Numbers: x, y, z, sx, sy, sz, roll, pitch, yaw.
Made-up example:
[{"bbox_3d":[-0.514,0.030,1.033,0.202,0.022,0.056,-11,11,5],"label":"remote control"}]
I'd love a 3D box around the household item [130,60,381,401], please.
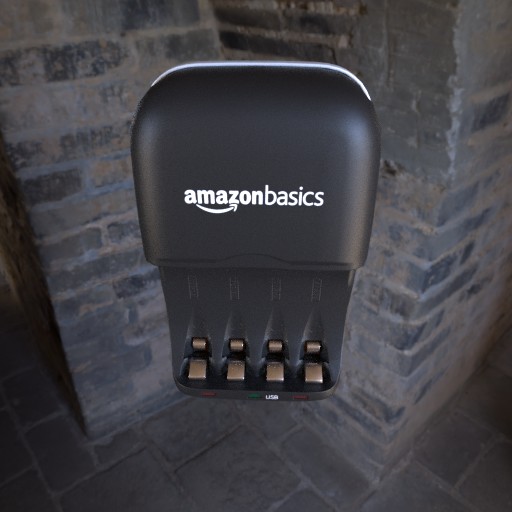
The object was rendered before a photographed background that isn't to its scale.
[{"bbox_3d":[0.000,0.000,0.144,0.070,0.114,0.038,1,31,2],"label":"household item"}]
